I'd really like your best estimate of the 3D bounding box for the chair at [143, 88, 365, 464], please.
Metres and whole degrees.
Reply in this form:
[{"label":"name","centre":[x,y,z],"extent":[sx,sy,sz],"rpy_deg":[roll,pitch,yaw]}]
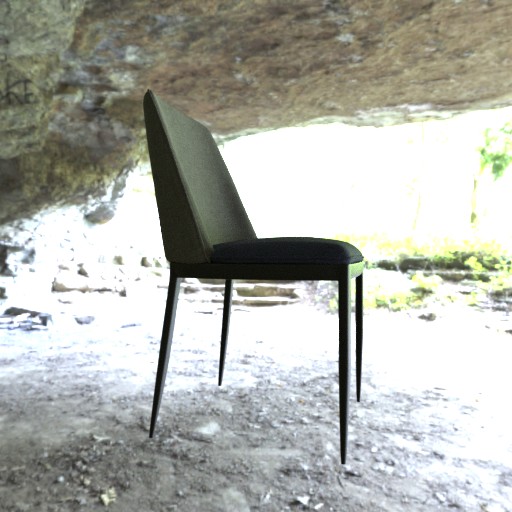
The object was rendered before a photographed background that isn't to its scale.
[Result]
[{"label":"chair","centre":[0.000,0.000,1.182],"extent":[0.550,0.855,0.488],"rpy_deg":[0,0,17]}]
